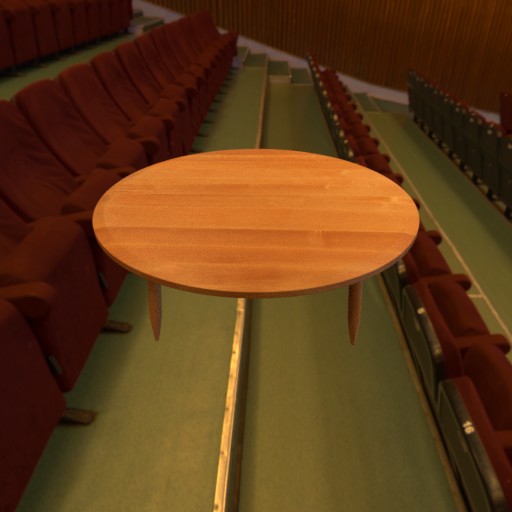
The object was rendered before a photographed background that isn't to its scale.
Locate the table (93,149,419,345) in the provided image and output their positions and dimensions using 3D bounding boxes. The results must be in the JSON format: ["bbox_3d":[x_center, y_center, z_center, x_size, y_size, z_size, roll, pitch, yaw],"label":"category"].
[{"bbox_3d":[0.000,0.000,1.380,0.900,0.400,0.900,0,32,0],"label":"table"}]
